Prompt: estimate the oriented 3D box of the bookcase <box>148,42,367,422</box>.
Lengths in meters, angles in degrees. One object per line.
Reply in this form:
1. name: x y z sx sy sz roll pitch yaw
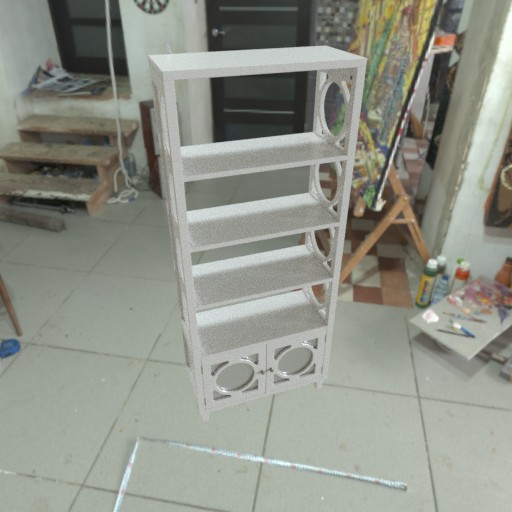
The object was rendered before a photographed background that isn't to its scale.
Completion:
1. bookcase: 0.000 0.000 2.154 0.761 1.869 0.361 -11 35 -16
